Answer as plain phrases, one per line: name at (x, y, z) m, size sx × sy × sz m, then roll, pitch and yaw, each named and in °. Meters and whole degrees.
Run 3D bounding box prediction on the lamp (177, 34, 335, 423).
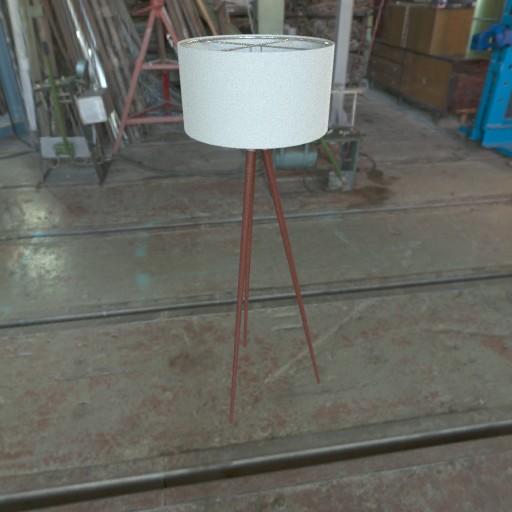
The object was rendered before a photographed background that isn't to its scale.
lamp at (0.000, 0.000, 1.778) m, size 0.483 × 1.553 × 0.483 m, roll 20°, pitch 37°, yaw 29°
